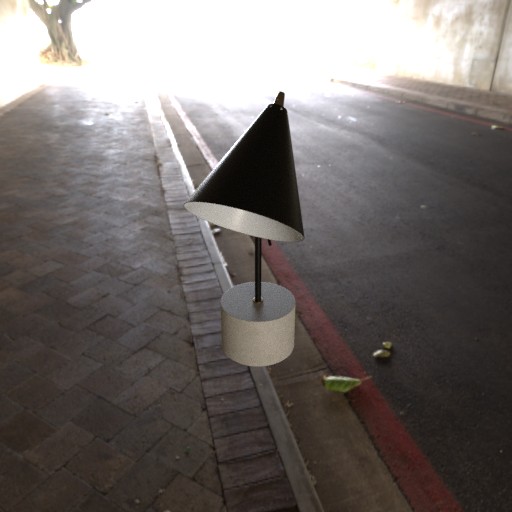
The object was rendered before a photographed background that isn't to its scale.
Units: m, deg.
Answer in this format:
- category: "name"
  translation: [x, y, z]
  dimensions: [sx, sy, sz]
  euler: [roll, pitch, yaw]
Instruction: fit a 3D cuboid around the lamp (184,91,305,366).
- category: "lamp"
  translation: [0.000, 0.000, 0.725]
  dimensions: [0.214, 0.518, 0.403]
  euler: [8, 27, 16]
